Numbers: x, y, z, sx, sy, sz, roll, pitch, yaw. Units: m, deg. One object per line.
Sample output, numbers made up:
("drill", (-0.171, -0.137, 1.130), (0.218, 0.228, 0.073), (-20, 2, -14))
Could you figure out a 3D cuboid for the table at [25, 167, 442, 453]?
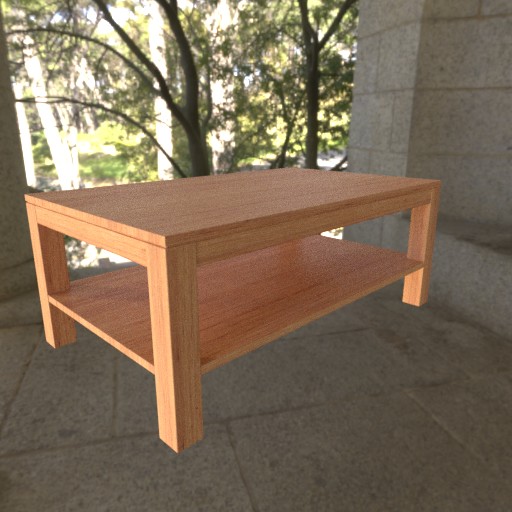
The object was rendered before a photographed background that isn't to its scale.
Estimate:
("table", (0.000, 0.000, 1.463), (0.695, 0.457, 1.146), (16, 23, 43))
